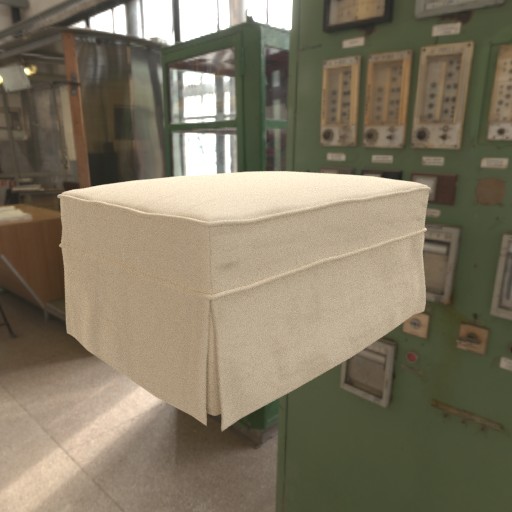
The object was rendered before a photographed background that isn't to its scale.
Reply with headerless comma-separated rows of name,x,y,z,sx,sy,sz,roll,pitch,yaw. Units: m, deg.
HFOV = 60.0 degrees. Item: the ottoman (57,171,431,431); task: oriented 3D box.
ottoman,0.000,0.000,1.326,0.703,0.479,0.944,13,19,43
